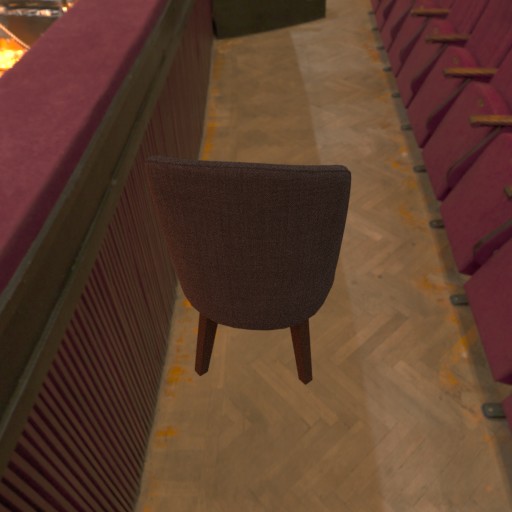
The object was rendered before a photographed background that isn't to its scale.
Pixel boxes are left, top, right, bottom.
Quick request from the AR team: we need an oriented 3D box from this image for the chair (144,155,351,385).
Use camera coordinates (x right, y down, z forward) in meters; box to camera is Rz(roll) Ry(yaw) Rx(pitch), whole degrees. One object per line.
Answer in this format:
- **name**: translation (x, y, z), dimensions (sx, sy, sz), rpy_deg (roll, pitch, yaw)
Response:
- **chair**: translation (0.000, 0.000, 1.426), dimensions (0.510, 1.050, 0.577), rpy_deg (4, 45, 4)
